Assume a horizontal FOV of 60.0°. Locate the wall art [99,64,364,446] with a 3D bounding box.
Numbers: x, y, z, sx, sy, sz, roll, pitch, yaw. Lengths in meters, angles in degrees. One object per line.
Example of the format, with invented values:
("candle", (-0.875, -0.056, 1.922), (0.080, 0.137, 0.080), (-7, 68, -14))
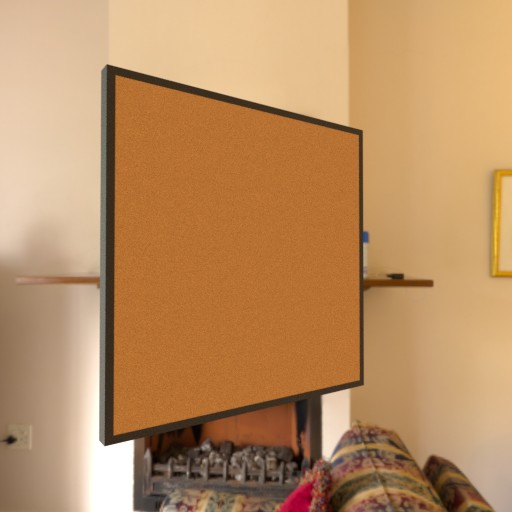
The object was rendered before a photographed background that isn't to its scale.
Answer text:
("wall art", (0.000, 0.000, 1.120), (0.763, 0.763, 0.038), (1, -1, -35))
